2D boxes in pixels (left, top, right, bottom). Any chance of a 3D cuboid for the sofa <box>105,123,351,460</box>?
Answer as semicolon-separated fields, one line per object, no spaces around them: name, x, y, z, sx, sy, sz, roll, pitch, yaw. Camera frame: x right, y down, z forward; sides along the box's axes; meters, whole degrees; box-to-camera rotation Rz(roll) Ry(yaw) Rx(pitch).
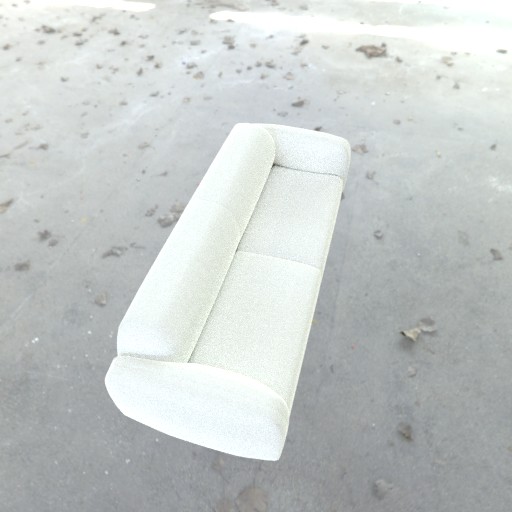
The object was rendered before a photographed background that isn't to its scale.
sofa;0.000;0.000;2.765;0.870;0.780;2.280;12;49;11
